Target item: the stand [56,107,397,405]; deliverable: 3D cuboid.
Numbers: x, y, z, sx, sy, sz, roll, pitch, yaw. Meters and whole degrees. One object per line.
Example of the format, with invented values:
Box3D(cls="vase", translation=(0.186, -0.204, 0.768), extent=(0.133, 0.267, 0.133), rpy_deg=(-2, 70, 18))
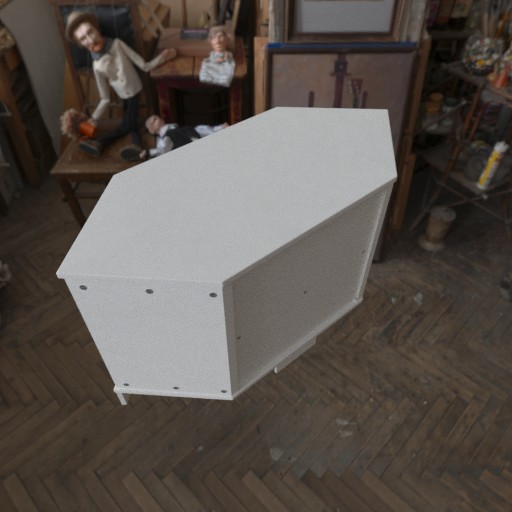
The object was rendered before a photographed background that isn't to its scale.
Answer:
Box3D(cls="stand", translation=(0.000, 0.000, 1.373), extent=(1.072, 0.614, 0.477), rpy_deg=(-31, 54, -26))
